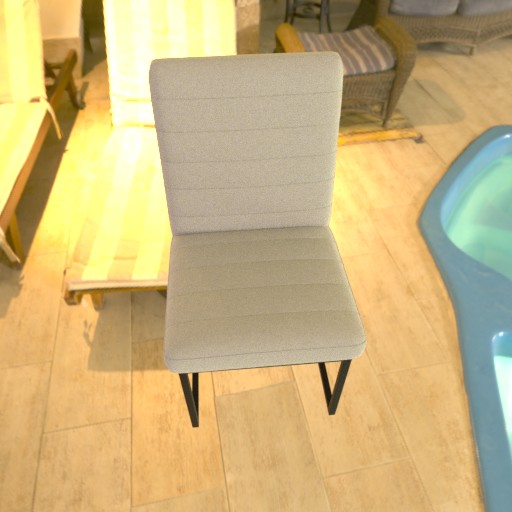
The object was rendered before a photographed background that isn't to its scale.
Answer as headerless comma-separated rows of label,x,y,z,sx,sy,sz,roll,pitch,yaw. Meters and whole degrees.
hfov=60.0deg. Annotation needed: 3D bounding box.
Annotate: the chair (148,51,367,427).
chair,0.000,0.000,1.297,0.520,0.930,0.634,-4,47,-4
